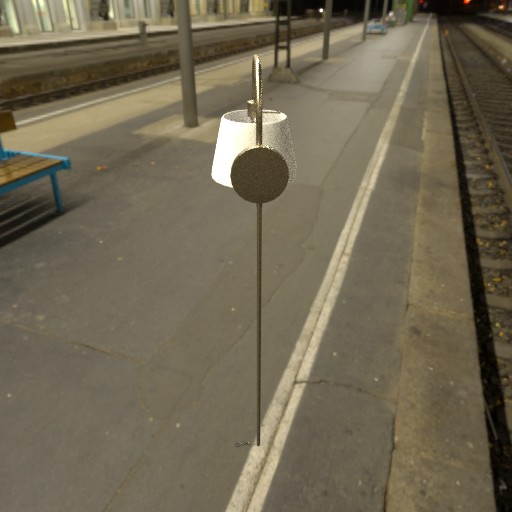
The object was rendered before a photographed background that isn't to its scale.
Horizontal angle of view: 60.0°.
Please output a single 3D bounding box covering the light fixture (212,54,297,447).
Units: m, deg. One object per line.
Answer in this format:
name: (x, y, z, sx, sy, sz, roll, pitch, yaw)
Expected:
light fixture: (0.000, 0.000, 0.480, 0.092, 0.399, 0.176, -1, 30, -2)
